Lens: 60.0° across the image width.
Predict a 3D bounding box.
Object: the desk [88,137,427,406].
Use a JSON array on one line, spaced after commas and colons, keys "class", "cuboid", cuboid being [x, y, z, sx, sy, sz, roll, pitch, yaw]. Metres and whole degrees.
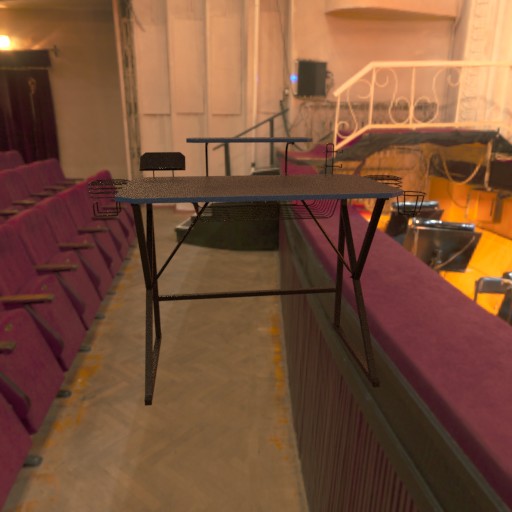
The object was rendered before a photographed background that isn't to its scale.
[{"class": "desk", "cuboid": [0.000, 0.000, 1.793, 1.295, 0.909, 0.594, -2, 17, -7]}]
